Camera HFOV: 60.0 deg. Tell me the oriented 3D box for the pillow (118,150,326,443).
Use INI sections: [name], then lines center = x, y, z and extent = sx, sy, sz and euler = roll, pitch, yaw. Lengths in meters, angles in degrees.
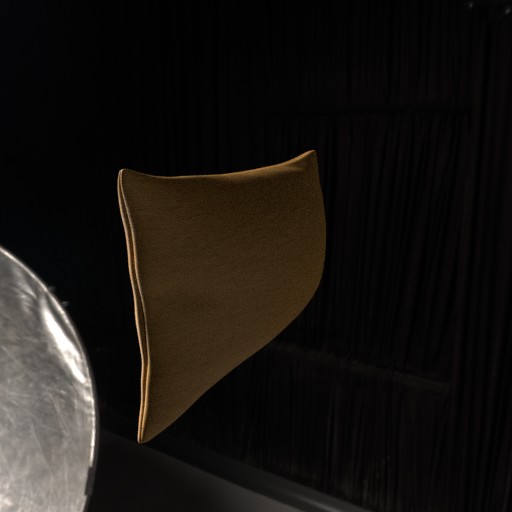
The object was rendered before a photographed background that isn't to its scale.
[pillow]
center = 0.000, 0.000, 0.796
extent = 0.210, 0.354, 0.634
euler = 8, 18, 25
